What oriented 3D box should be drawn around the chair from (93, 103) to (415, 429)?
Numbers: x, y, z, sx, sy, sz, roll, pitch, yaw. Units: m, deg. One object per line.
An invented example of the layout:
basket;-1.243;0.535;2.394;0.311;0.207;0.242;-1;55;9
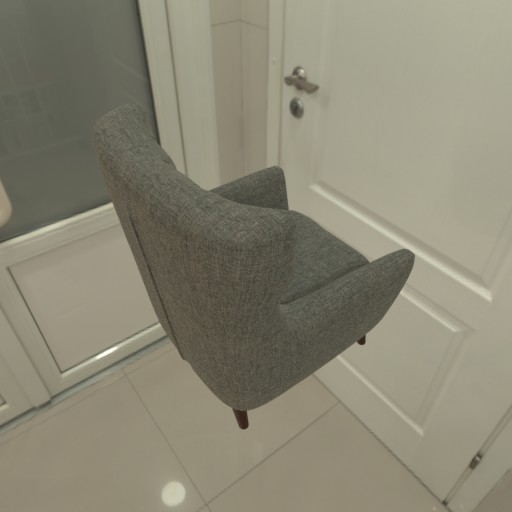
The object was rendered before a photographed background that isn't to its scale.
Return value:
chair;0.000;0.000;1.720;0.904;1.063;0.878;-27;48;-27
